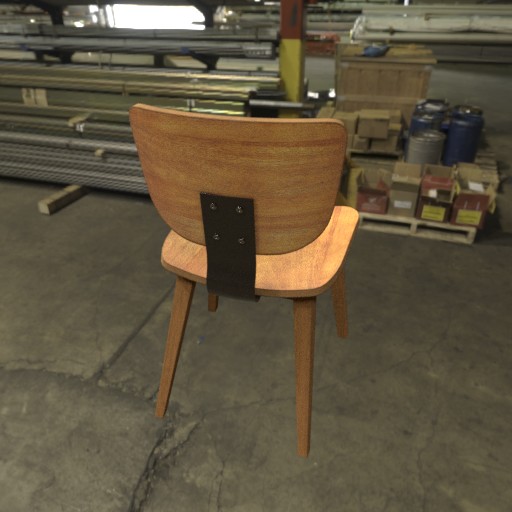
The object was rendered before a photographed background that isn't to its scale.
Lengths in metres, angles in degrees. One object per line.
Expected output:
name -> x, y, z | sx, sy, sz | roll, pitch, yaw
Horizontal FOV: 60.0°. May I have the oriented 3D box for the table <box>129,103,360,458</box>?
table -> 0.000, 0.000, 1.142 | 0.499, 0.805, 0.500 | 9, 33, 15
